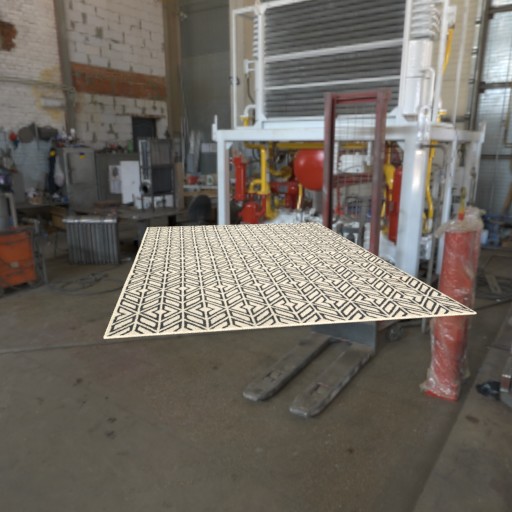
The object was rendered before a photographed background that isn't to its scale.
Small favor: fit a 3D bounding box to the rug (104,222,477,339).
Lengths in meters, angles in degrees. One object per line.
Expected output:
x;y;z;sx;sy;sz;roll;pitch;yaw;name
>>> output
0.000;0.000;2.284;1.220;0.007;1.828;-2;14;-9;rug
